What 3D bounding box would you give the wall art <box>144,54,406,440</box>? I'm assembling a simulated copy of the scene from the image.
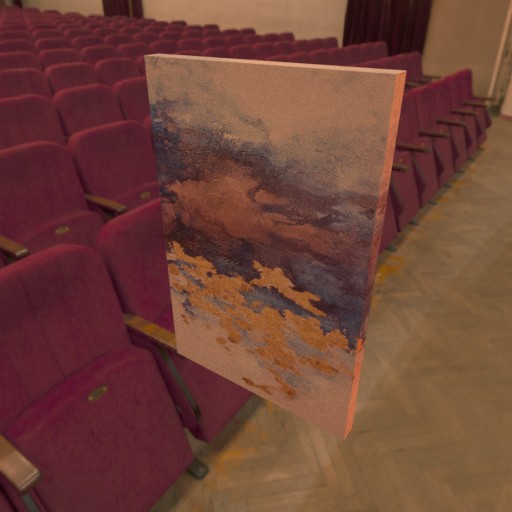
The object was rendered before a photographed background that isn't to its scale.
[{"bbox_3d":[0.000,0.000,1.085,0.583,0.874,0.048,19,34,30],"label":"wall art"}]
